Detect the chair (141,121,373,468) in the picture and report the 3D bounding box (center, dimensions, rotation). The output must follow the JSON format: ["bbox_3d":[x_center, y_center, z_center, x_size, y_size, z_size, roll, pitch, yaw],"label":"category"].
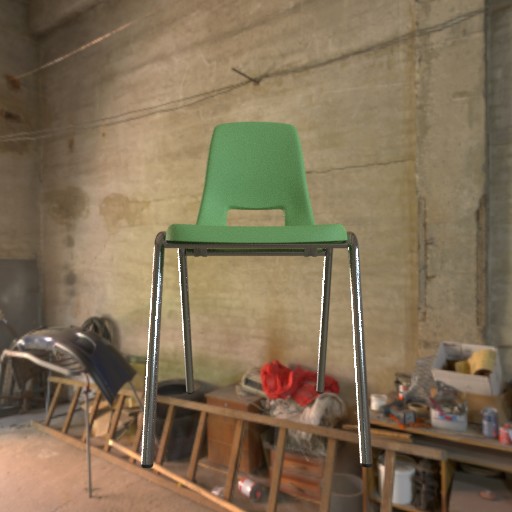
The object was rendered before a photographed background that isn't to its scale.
[{"bbox_3d":[0.000,0.000,0.942,0.381,0.704,0.436,0,-1,0],"label":"chair"}]
